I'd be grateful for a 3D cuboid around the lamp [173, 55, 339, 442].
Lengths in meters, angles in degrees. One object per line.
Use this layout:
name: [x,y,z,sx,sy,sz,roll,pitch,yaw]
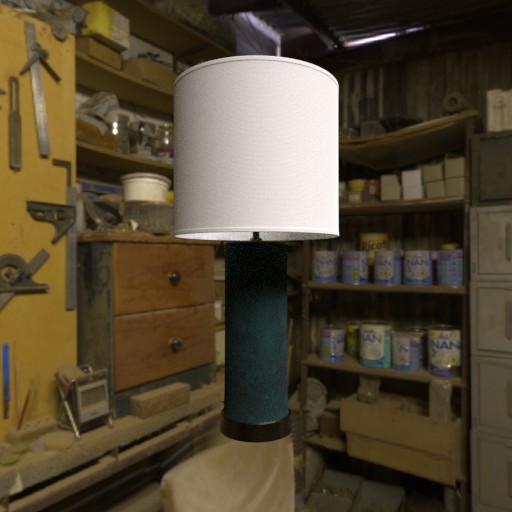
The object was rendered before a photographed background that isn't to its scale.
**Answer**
lamp: [0.000,0.000,0.816,0.301,0.630,0.301,0,-1,35]
